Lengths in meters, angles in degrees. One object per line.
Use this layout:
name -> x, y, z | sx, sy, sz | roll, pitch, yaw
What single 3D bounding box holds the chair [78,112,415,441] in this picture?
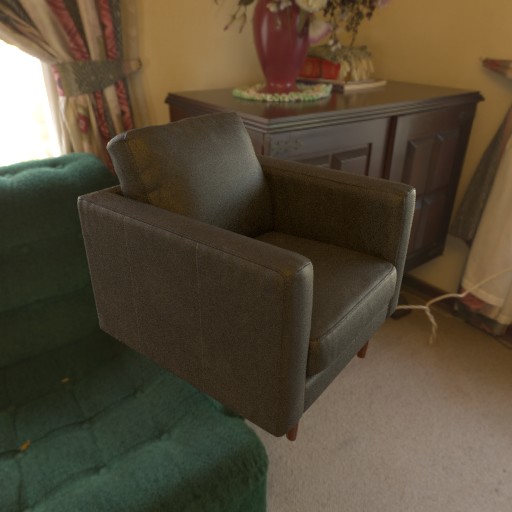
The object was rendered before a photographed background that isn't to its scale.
chair -> 0.000, 0.000, 1.596 | 0.879, 0.898, 0.831 | 19, 33, 33
